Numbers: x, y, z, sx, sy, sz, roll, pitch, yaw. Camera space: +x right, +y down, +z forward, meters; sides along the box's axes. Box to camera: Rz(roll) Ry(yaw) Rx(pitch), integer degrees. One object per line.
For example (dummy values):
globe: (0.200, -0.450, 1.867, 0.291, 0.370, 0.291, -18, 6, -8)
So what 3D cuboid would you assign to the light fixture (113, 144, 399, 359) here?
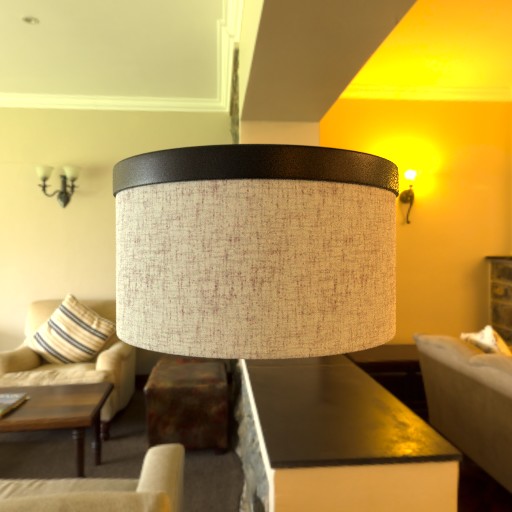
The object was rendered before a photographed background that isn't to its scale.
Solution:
light fixture: (0.000, 0.000, 0.634, 0.389, 0.229, 0.389, 0, 1, 0)
